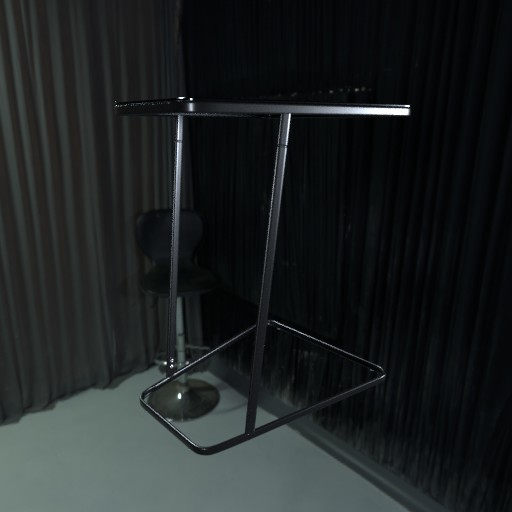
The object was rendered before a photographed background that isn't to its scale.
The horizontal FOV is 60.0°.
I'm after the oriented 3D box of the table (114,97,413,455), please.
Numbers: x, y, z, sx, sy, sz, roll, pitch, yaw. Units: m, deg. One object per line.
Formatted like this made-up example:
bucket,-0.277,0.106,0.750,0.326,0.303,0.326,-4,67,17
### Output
table,0.000,0.000,0.965,0.500,0.624,0.427,-15,22,-41
